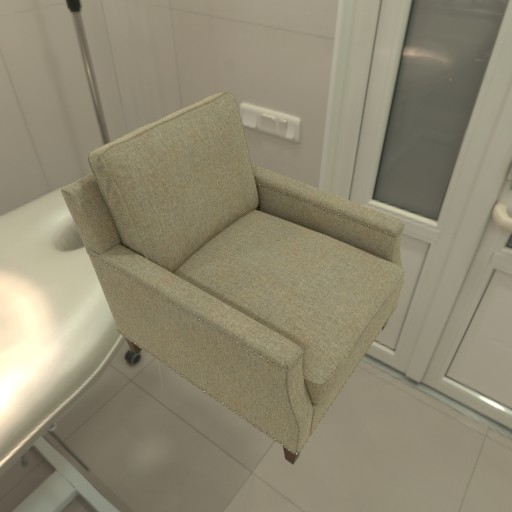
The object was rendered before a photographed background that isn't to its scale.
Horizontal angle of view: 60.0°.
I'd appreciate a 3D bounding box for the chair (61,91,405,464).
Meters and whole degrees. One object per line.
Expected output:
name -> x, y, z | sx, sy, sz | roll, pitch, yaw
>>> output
chair -> 0.000, 0.000, 1.721 | 1.014, 0.943, 0.853 | 25, 47, 27
